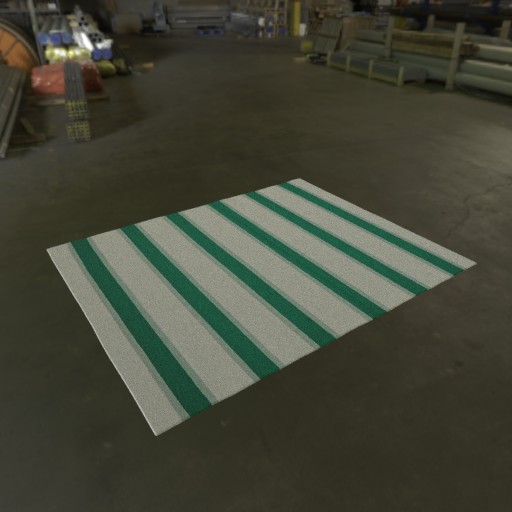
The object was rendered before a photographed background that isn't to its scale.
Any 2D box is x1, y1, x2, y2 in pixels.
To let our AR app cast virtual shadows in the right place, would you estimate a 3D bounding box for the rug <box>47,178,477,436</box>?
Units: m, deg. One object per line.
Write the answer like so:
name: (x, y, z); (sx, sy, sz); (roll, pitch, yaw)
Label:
rug: (0.000, 0.000, 3.998); (3.041, 0.019, 2.434); (-20, 37, -29)
